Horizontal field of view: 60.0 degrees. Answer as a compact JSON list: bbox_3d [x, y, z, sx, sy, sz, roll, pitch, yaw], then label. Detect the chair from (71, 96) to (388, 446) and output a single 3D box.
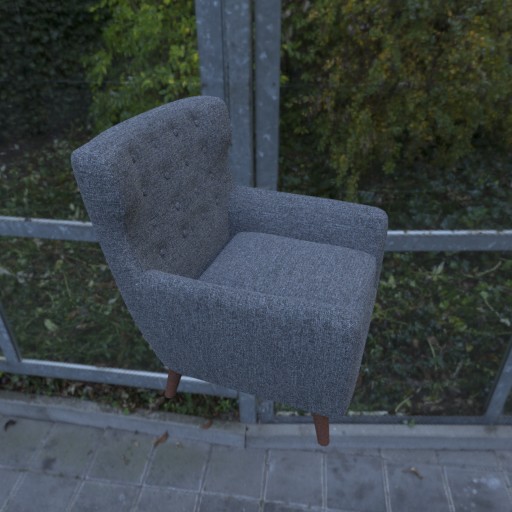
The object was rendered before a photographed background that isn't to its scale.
[{"bbox_3d":[0.000,0.000,1.756,0.940,1.039,0.889,11,33,17],"label":"chair"}]
